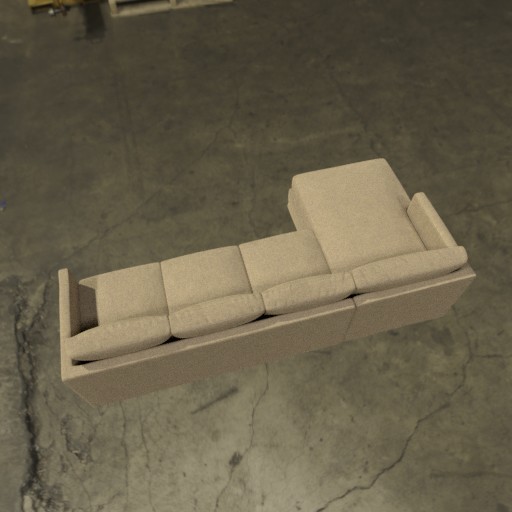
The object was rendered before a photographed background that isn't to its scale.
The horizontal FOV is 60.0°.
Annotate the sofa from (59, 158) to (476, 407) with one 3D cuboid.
[{"bbox_3d":[0.000,0.000,3.896,3.198,0.920,1.638,-13,58,-8],"label":"sofa"}]
